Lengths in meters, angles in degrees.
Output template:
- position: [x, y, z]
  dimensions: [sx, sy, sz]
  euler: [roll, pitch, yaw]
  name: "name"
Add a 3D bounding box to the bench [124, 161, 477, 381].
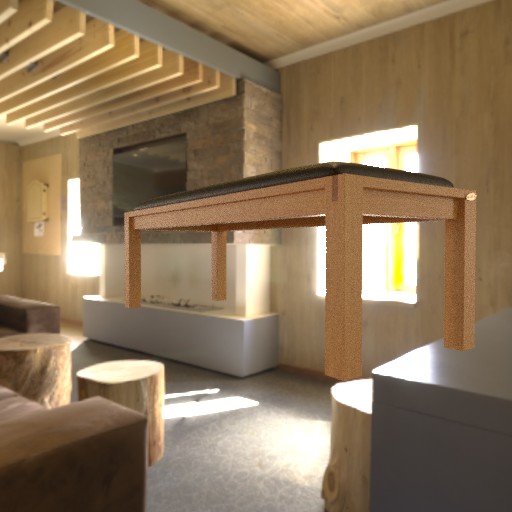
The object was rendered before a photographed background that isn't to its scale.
- position: [0.000, 0.000, 1.428]
  dimensions: [0.450, 0.430, 1.202]
  euler: [-1, 2, -35]
  name: "bench"
